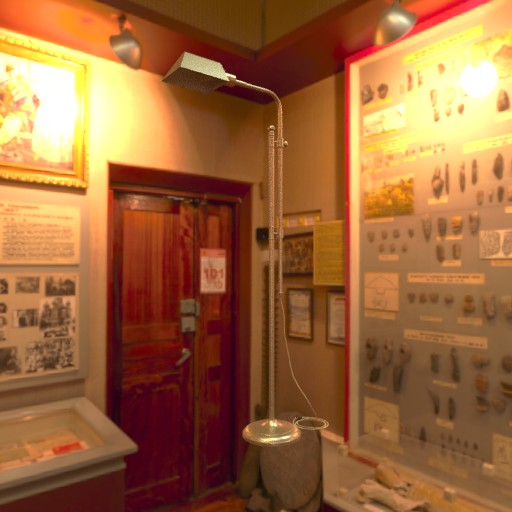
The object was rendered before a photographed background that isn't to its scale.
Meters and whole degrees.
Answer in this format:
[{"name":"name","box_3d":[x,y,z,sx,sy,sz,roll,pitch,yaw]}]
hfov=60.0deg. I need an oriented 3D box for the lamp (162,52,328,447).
[{"name":"lamp","box_3d":[0.000,0.000,1.911,0.813,1.571,0.256,1,-2,-37]}]
